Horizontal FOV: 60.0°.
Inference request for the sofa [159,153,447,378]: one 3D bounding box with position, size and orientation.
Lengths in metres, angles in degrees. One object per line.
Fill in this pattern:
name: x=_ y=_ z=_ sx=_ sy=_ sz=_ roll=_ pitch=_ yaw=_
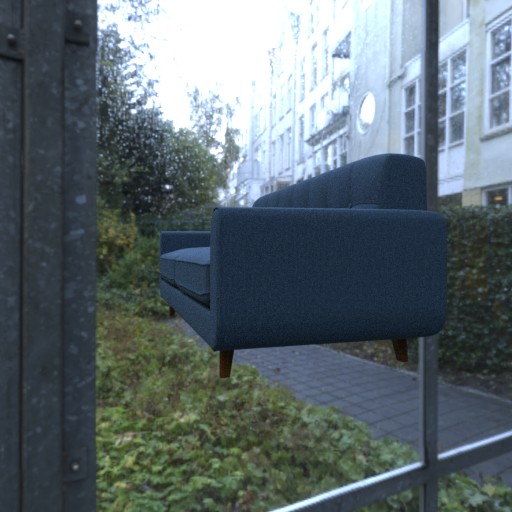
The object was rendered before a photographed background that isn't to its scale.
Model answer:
sofa: x=0.000 y=0.000 z=2.566 sx=0.942 sy=0.884 sz=2.055 roll=0 pitch=1 yaw=-17
